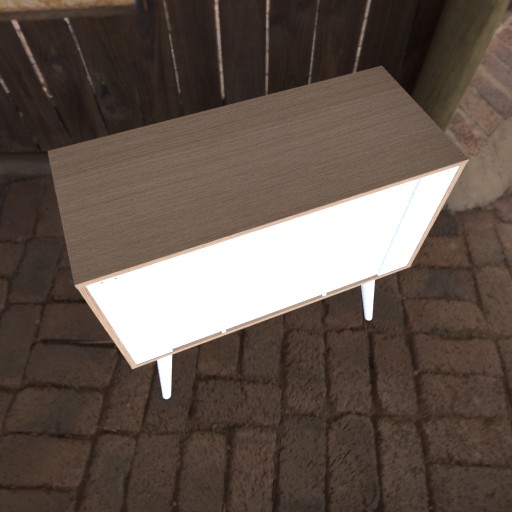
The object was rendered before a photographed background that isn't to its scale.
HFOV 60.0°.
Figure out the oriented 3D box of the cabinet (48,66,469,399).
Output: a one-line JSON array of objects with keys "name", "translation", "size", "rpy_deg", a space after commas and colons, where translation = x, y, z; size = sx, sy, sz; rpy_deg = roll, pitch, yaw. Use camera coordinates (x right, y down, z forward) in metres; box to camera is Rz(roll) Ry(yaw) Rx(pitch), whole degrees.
[{"name": "cabinet", "translation": [0.000, 0.000, 1.637], "size": [1.057, 1.016, 0.470], "rpy_deg": [-18, 58, -12]}]
